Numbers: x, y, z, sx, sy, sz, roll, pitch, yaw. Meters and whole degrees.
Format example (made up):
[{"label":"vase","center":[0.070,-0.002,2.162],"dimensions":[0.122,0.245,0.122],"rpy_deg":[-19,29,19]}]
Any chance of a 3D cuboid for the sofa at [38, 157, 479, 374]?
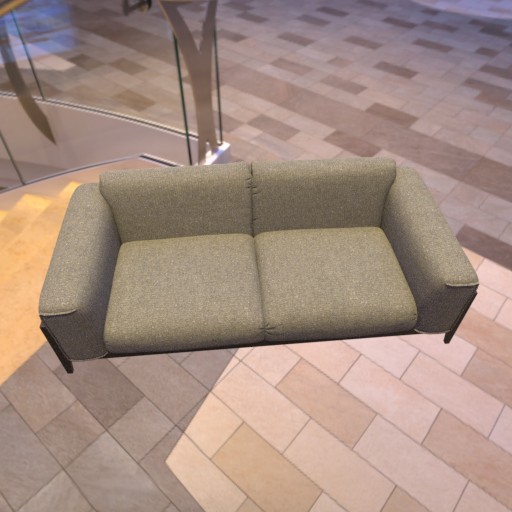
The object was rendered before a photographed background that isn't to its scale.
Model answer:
[{"label":"sofa","center":[0.000,0.000,2.524],"dimensions":[2.125,0.703,0.985],"rpy_deg":[-4,46,-4]}]
